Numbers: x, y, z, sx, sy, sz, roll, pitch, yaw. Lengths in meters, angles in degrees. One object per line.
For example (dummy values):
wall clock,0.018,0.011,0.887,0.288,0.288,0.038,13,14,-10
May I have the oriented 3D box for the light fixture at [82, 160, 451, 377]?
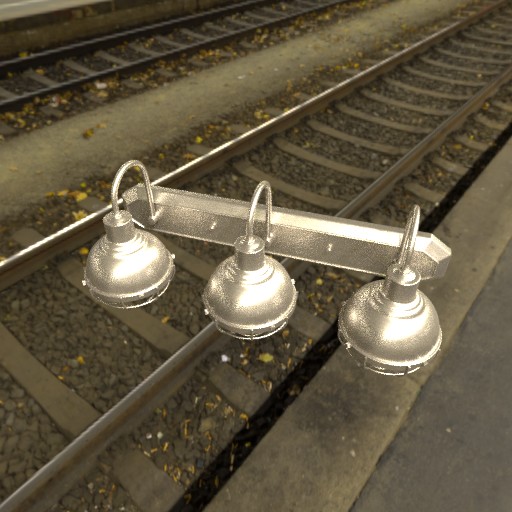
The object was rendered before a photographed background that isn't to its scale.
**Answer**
light fixture,0.000,0.000,0.755,0.634,0.254,0.229,11,41,13
